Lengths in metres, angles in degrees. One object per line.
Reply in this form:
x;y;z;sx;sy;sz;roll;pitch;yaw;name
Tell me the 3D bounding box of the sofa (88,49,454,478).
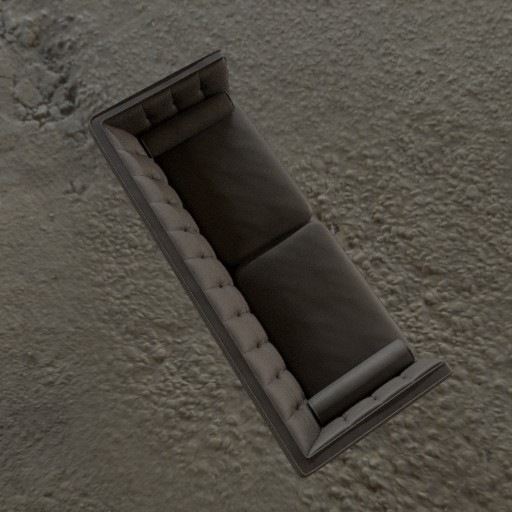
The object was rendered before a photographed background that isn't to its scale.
0.000;0.000;2.537;0.867;0.789;2.087;-32;78;-8;sofa
